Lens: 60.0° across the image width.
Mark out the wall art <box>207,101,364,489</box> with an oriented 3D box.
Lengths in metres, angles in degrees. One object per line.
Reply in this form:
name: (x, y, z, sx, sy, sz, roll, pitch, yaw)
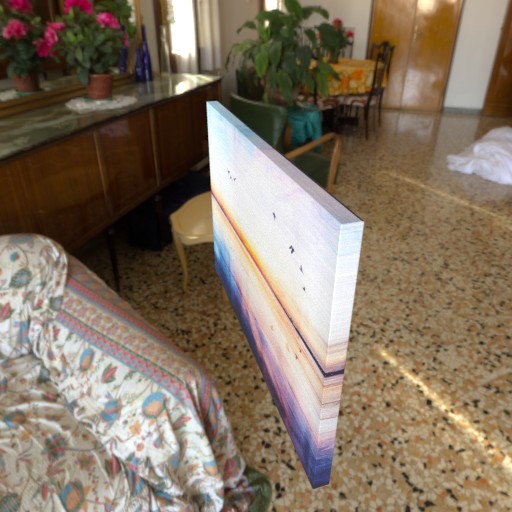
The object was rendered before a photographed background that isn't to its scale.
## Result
wall art: (0.000, 0.000, 1.144, 0.037, 0.605, 0.911, -9, 31, -15)
